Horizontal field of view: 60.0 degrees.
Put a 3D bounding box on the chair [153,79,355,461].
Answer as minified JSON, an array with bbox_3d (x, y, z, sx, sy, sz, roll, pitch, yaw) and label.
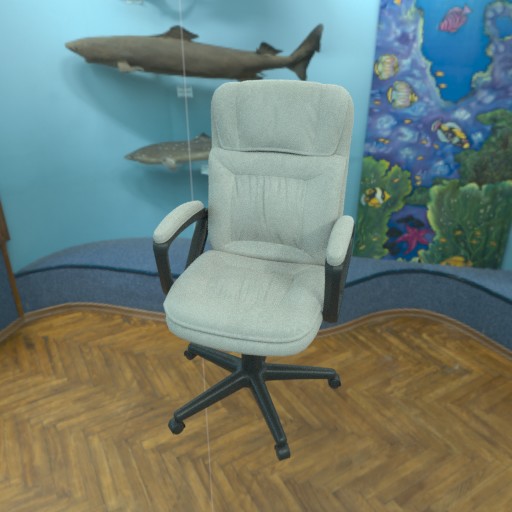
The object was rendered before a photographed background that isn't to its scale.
[{"bbox_3d":[0.000,0.000,1.547,0.667,1.105,0.724,7,27,15],"label":"chair"}]
